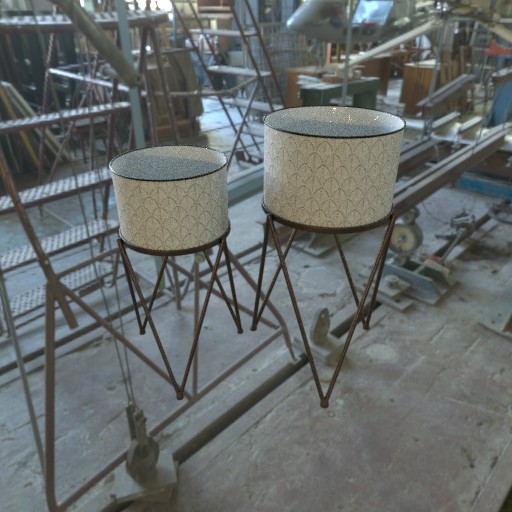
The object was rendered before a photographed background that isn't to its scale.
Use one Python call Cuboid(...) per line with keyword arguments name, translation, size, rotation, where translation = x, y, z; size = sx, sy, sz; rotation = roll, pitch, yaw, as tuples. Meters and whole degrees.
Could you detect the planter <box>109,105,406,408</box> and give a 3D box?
Cuboid(name="planter", translation=(0.000, 0.000, 1.196), size=(0.769, 0.712, 0.413), rotation=(0, 29, -1))
